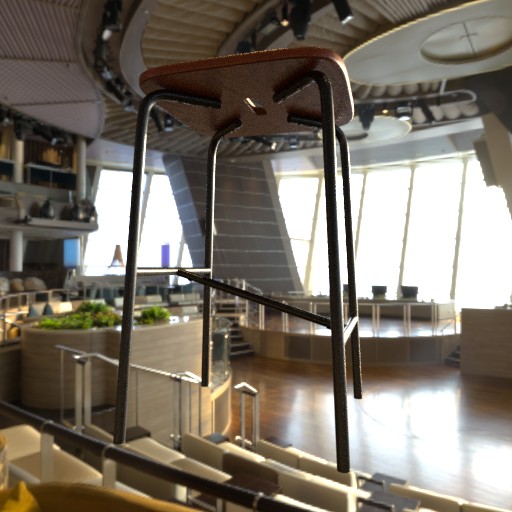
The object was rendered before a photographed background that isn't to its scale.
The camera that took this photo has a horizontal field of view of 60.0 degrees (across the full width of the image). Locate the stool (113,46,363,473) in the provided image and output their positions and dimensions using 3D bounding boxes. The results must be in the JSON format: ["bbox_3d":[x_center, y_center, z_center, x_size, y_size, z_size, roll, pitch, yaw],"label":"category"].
[{"bbox_3d":[0.000,0.000,0.847,0.376,0.610,0.376,0,-2,16],"label":"stool"}]
